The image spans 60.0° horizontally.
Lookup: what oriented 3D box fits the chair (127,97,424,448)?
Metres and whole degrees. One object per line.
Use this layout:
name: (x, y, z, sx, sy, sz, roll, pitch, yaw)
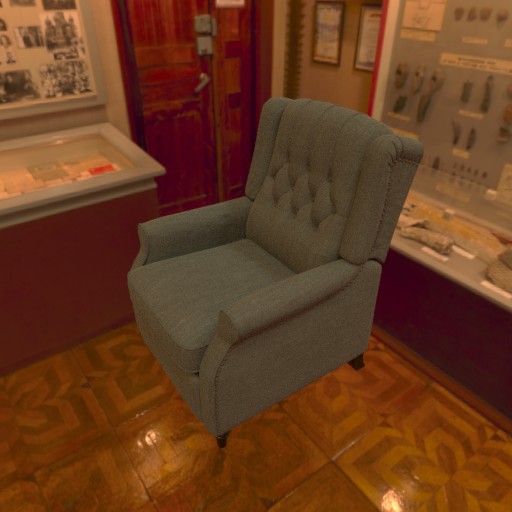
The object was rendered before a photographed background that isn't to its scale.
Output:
chair: (0.000, 0.000, 1.696, 0.898, 1.035, 0.742, -20, 38, -28)
